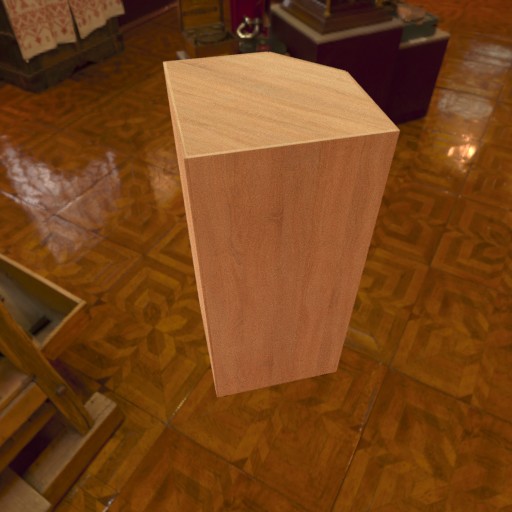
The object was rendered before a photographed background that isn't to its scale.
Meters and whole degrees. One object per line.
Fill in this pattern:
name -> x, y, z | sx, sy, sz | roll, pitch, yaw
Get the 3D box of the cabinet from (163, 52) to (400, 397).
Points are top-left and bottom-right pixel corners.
cabinet -> 0.000, 0.000, 2.866 | 1.327, 2.120, 1.094 | 24, 51, 21
